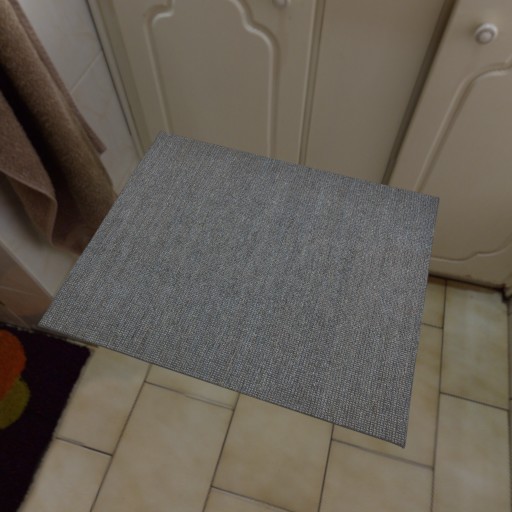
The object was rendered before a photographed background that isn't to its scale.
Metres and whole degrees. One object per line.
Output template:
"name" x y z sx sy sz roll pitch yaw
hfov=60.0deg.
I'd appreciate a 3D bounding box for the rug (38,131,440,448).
"rug" 0.000 0.000 4.068 3.068 0.021 2.456 15 59 9
